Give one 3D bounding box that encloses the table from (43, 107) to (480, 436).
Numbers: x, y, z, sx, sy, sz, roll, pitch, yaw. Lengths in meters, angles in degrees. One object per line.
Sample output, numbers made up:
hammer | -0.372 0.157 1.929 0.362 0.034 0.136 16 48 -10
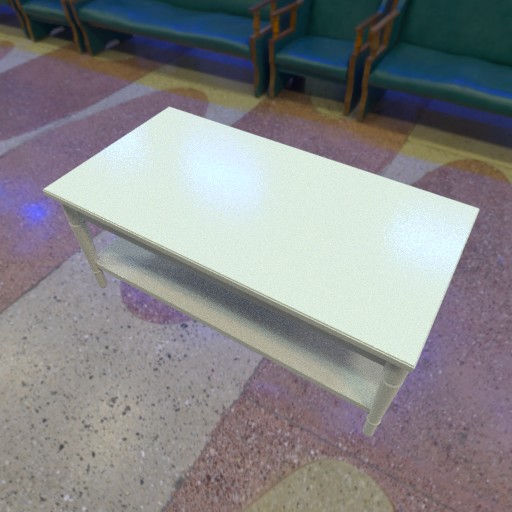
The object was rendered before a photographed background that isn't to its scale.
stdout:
table | 0.000 0.000 1.381 1.067 0.457 0.559 24 51 21
